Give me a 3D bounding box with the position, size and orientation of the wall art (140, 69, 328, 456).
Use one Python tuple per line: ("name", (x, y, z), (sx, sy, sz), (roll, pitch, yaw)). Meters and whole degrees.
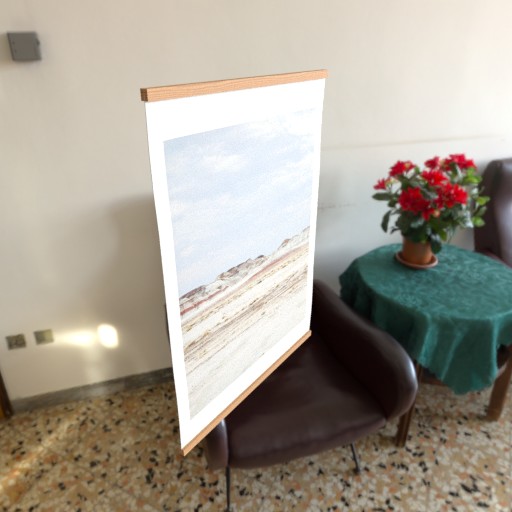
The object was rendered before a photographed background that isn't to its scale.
("wall art", (0.000, 0.000, 1.353), (0.020, 1.016, 0.739), (18, 31, 32))
